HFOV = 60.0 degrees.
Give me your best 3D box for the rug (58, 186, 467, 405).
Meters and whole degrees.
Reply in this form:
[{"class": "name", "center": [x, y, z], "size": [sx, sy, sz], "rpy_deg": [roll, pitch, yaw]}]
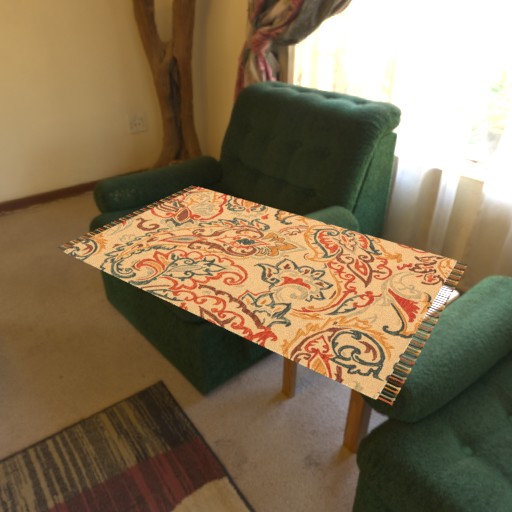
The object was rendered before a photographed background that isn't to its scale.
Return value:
[{"class": "rug", "center": [0.000, 0.000, 3.224], "size": [2.584, 0.010, 1.523], "rpy_deg": [20, 36, 29]}]
